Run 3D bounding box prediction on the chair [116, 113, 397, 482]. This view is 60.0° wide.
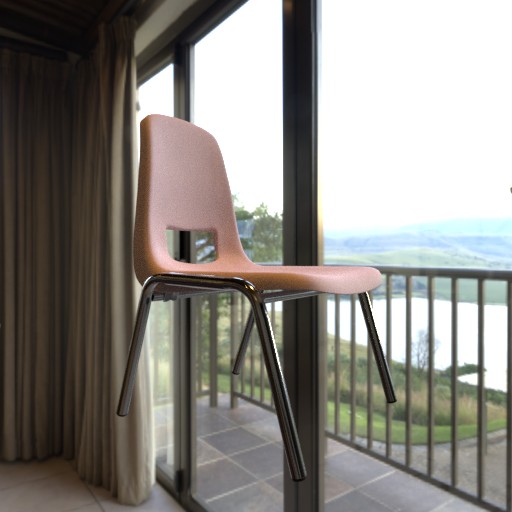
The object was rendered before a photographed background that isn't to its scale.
[{"bbox_3d":[0.000,0.000,0.772,0.385,0.536,0.354,0,1,36],"label":"chair"}]
